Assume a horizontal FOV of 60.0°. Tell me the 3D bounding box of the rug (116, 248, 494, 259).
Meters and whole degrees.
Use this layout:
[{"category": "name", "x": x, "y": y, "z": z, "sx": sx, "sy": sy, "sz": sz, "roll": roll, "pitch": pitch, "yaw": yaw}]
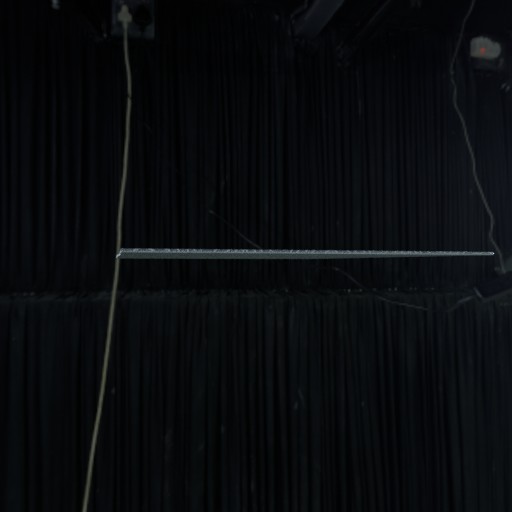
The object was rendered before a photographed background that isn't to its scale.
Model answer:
[{"category": "rug", "x": 0.000, "y": 0.000, "z": 4.102, "sx": 2.456, "sy": 0.021, "sz": 3.042, "roll": 0, "pitch": -1, "yaw": -18}]
